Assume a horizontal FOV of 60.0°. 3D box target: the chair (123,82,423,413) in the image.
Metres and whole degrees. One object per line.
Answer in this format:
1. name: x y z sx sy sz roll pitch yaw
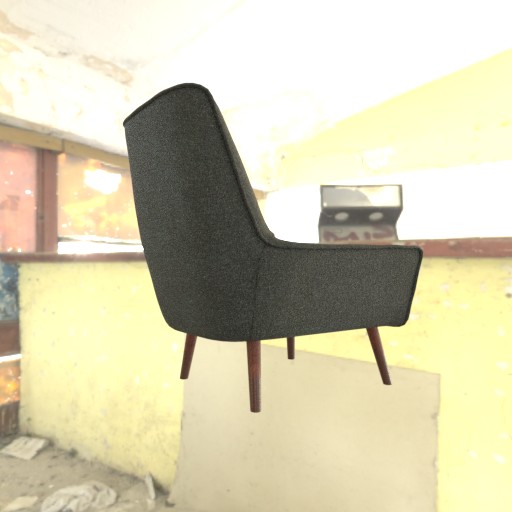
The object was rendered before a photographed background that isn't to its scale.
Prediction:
1. chair: 0.000 0.000 1.527 0.859 0.883 0.763 1 -2 -36
